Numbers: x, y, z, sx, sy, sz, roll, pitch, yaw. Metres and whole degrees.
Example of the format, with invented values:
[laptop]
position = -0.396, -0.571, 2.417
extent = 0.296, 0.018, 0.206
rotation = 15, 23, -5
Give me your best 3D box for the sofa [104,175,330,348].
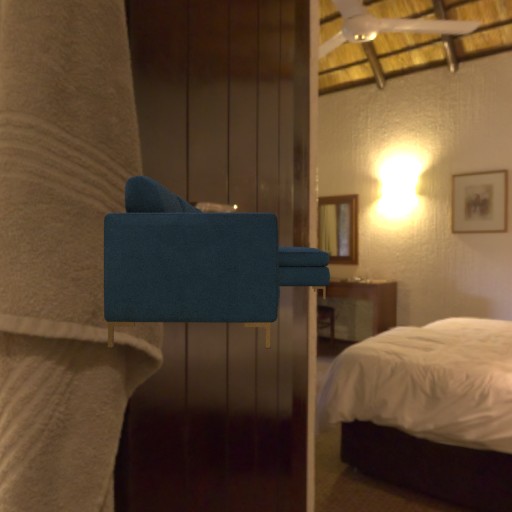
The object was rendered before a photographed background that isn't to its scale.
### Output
[sofa]
position = 0.000, 0.000, 3.430
extent = 1.350, 0.810, 2.932
rotation = 0, 1, 1
